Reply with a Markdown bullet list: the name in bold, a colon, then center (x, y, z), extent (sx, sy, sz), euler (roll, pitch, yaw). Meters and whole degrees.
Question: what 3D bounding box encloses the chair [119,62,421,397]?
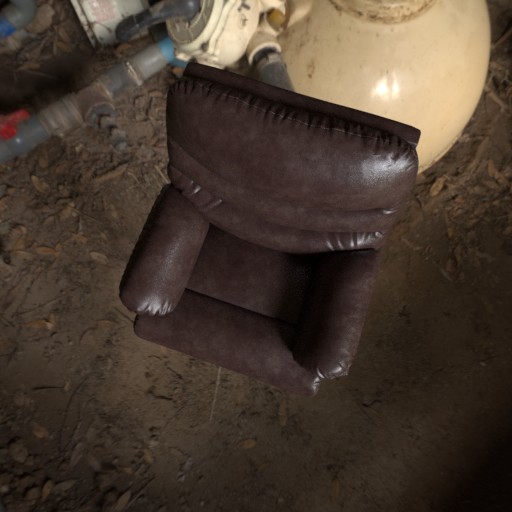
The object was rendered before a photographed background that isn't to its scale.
- **chair**: center (0.000, 0.000, 1.728), extent (0.940, 1.041, 0.879), euler (18, 75, 5)
